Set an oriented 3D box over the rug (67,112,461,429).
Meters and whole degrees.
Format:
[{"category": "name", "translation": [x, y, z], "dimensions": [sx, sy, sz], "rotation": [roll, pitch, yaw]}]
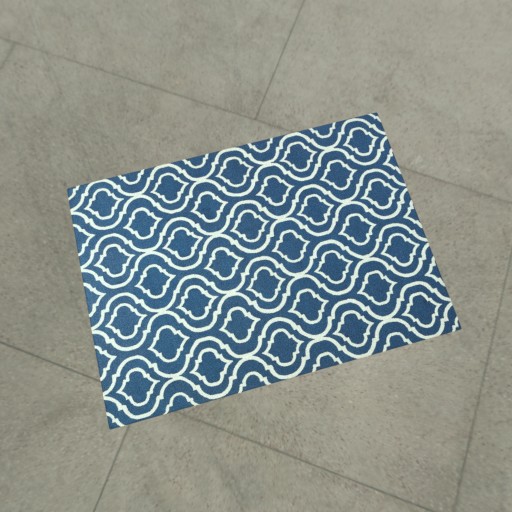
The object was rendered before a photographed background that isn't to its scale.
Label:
[{"category": "rug", "translation": [0.000, 0.000, 2.764], "dimensions": [2.134, 0.010, 1.524], "rotation": [-15, 76, -4]}]
